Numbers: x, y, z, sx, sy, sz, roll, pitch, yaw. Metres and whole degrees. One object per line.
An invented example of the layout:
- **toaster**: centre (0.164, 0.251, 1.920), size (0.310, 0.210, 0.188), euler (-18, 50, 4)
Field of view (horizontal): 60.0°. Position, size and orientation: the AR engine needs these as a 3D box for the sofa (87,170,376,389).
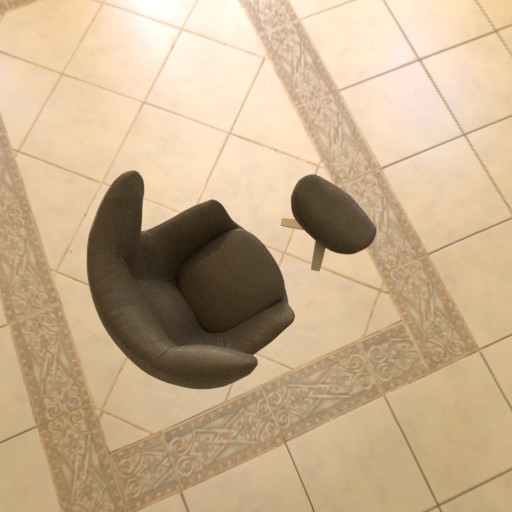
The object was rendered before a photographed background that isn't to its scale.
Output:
- **sofa**: centre (0.000, 0.000, 2.159), size (1.444, 1.135, 0.894), euler (-32, 78, -7)
